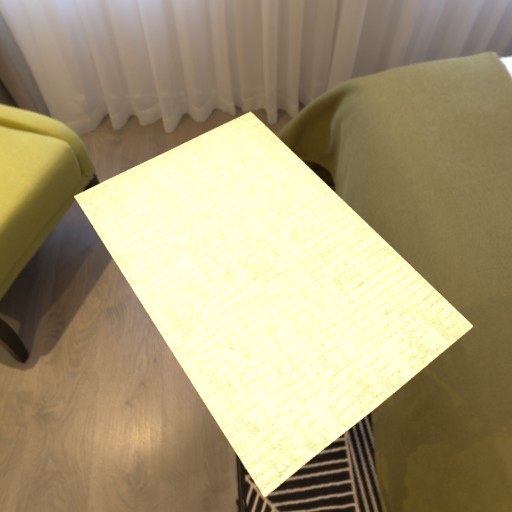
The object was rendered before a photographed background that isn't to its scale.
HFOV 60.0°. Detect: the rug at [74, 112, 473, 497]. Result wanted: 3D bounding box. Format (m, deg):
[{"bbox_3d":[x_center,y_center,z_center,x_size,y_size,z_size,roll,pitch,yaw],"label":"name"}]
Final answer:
[{"bbox_3d":[0.000,0.000,2.282,1.211,0.007,1.827,-31,63,-18],"label":"rug"}]
